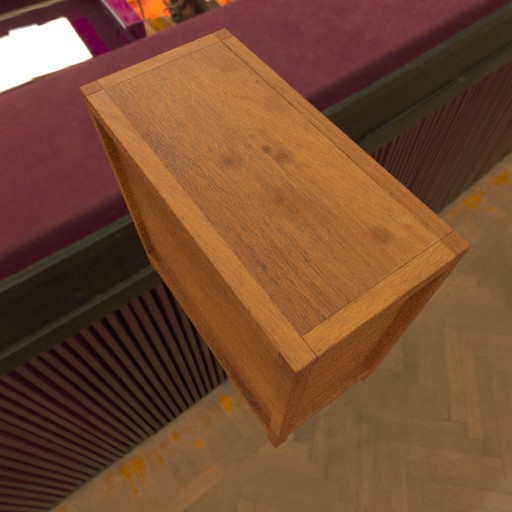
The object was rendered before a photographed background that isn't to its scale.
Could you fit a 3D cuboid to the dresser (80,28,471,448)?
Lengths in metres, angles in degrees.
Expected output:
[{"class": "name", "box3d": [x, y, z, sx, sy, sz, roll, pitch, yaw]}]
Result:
[{"class": "dresser", "box3d": [0.000, 0.000, 1.247, 0.427, 0.804, 0.804, -31, 64, -17]}]
